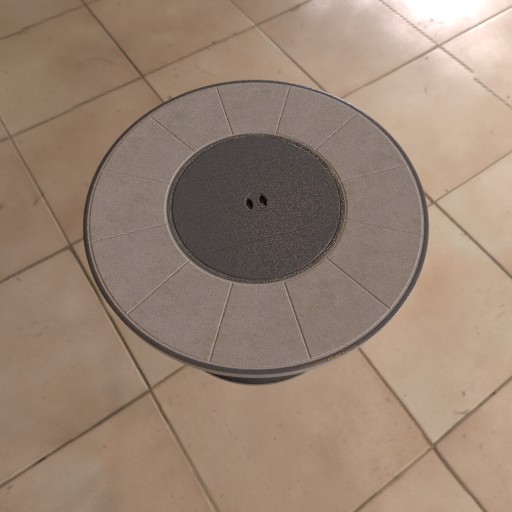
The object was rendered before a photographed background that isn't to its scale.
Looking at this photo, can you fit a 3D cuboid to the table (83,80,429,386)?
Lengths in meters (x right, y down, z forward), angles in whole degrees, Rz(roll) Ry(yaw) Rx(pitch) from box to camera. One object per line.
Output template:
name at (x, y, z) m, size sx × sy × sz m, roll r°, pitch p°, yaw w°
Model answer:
table at (0.000, 0.000, 1.479) m, size 0.914 × 0.650 × 0.914 m, roll 0°, pitch 63°, yaw 0°
